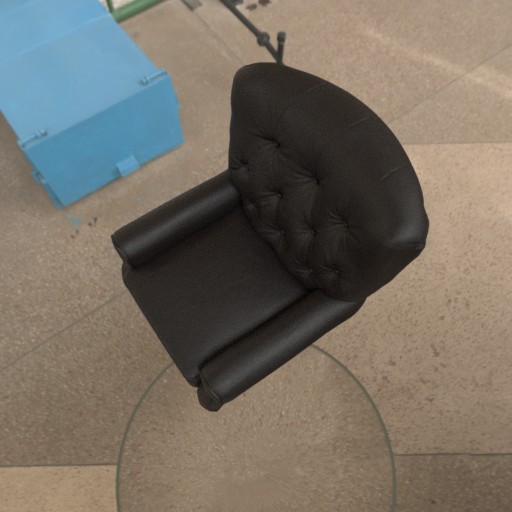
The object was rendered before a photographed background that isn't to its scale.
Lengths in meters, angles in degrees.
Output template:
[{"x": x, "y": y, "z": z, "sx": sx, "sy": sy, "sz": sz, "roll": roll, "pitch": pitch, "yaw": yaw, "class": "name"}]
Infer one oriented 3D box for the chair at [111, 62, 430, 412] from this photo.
[{"x": 0.000, "y": 0.000, "z": 1.898, "sx": 1.058, "sy": 1.158, "sz": 0.948, "roll": -33, "pitch": 69, "yaw": -14, "class": "chair"}]
